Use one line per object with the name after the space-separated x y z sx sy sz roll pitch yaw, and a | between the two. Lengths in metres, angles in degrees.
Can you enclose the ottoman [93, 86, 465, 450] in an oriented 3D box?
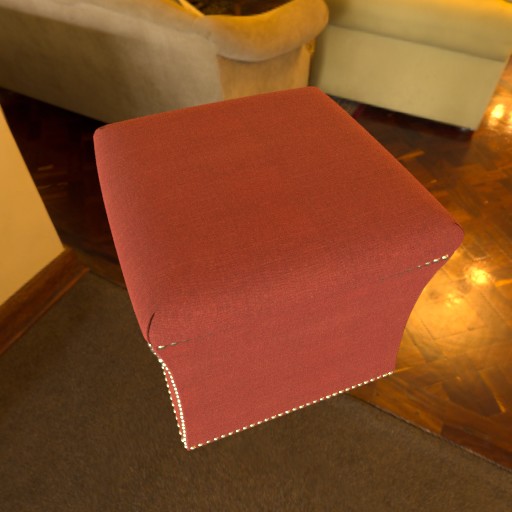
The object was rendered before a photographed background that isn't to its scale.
0.000 0.000 0.887 0.497 0.475 0.507 -16 49 -14 | ottoman
